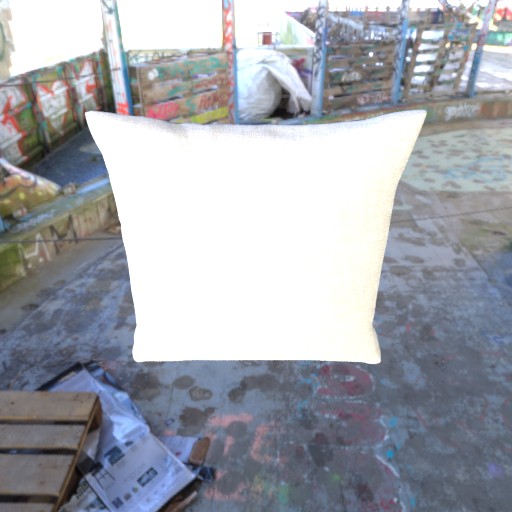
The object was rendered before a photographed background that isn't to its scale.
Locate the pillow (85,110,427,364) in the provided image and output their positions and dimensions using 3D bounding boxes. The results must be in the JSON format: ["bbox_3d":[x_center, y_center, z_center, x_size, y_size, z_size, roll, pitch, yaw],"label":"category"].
[{"bbox_3d":[0.000,0.000,0.794,0.517,0.508,0.158,0,30,0],"label":"pillow"}]
